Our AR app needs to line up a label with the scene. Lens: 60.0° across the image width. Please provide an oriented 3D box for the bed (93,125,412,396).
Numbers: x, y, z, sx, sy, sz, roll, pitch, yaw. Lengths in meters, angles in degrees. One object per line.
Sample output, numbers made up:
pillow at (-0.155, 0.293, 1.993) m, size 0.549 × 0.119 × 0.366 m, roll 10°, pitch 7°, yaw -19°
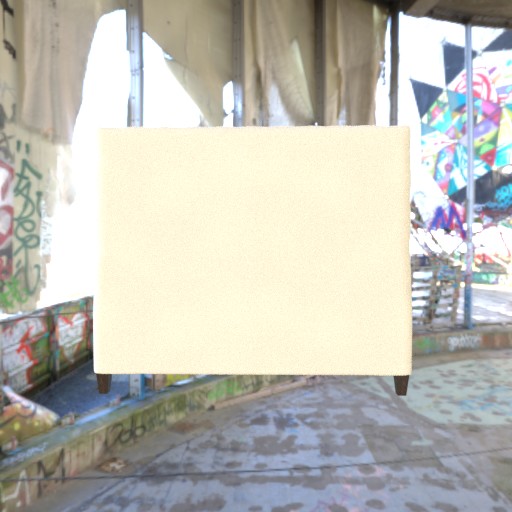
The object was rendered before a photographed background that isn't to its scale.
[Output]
bed at (0.000, 0.000, 3.502) m, size 1.698 × 1.427 × 2.387 m, roll 0°, pitch 1°, yaw 1°
